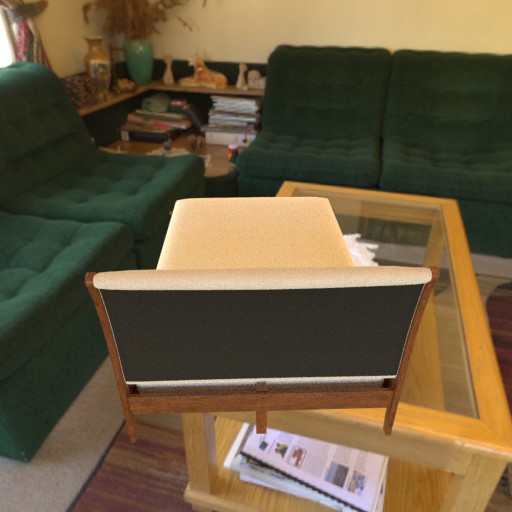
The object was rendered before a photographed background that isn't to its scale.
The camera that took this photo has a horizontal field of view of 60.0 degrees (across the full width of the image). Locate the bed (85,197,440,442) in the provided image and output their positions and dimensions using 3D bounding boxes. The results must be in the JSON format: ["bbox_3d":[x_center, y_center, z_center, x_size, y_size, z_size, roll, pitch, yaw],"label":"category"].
[{"bbox_3d":[0.000,0.000,3.240,1.612,1.250,2.380,-1,32,-2],"label":"bed"}]
